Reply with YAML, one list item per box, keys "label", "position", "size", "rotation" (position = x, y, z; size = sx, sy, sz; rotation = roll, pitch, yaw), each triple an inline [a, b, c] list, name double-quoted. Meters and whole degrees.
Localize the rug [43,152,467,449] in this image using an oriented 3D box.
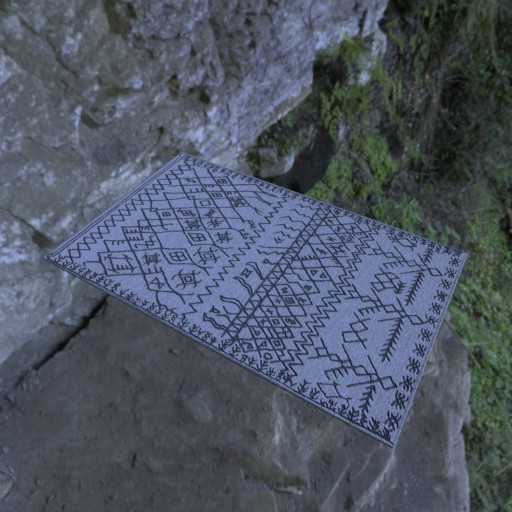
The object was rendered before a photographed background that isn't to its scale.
- label: "rug"
  position: [0.000, 0.000, 3.002]
  size: [2.444, 0.012, 1.526]
  rotation: [23, 50, 21]
